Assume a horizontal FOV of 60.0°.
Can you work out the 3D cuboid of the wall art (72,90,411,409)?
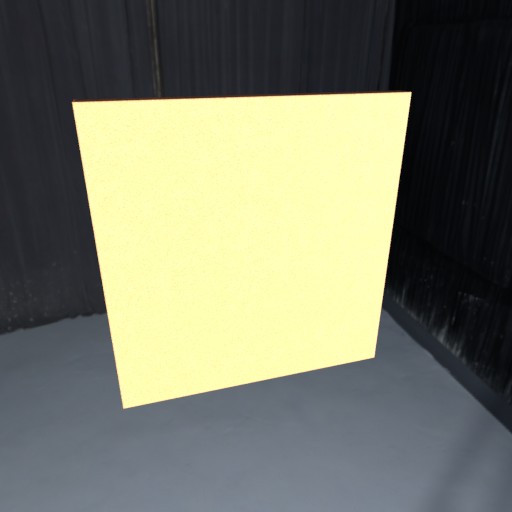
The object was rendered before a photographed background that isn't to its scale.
[{"bbox_3d":[0.000,0.000,0.837,0.554,0.572,0.037,-7,26,-15],"label":"wall art"}]
